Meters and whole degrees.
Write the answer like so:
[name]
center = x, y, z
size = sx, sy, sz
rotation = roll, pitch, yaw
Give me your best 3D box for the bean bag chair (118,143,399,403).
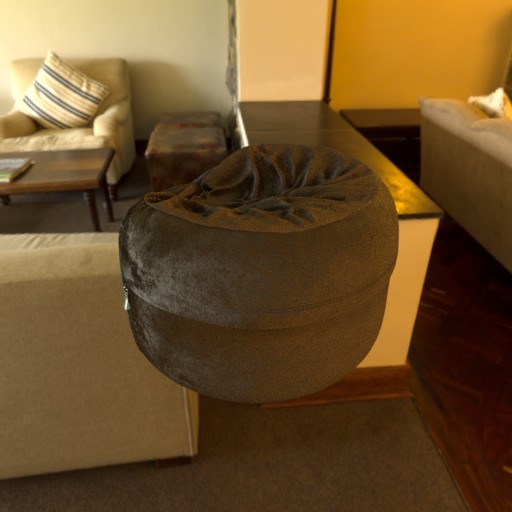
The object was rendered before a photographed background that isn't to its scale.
[bean bag chair]
center = 0.000, 0.000, 1.533
size = 0.918, 0.605, 0.918
rotation = 0, 30, 0
